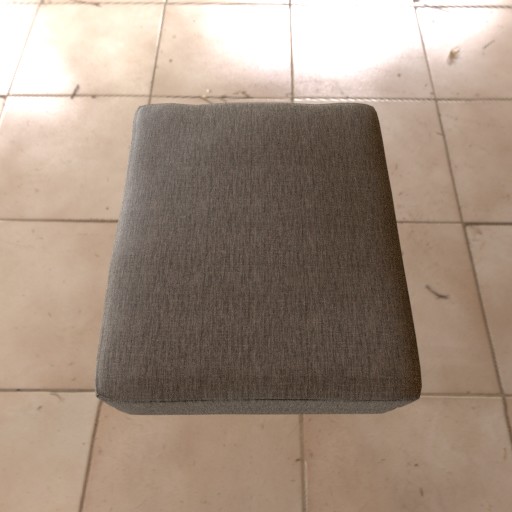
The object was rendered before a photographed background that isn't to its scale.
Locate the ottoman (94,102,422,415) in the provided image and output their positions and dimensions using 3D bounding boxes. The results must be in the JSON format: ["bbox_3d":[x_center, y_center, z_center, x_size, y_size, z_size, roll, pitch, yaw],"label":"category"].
[{"bbox_3d":[0.000,0.000,1.473,0.839,0.492,0.994,0,64,0],"label":"ottoman"}]
